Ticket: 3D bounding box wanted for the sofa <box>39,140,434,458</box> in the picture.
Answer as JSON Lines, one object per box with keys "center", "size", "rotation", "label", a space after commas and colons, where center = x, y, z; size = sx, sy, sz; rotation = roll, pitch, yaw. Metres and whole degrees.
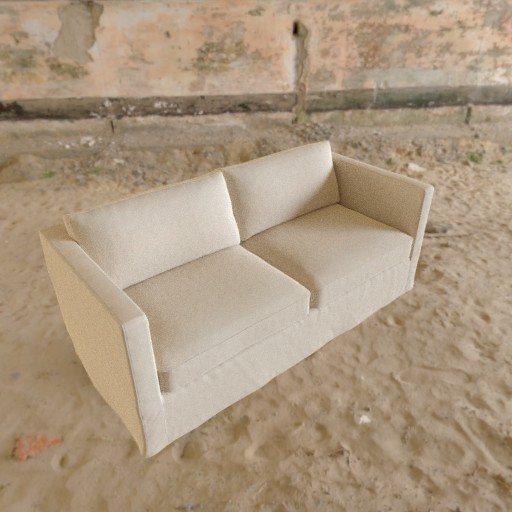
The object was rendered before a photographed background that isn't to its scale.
{"center": [0.000, 0.000, 2.495], "size": [1.987, 0.870, 0.940], "rotation": [-23, 39, -33], "label": "sofa"}
